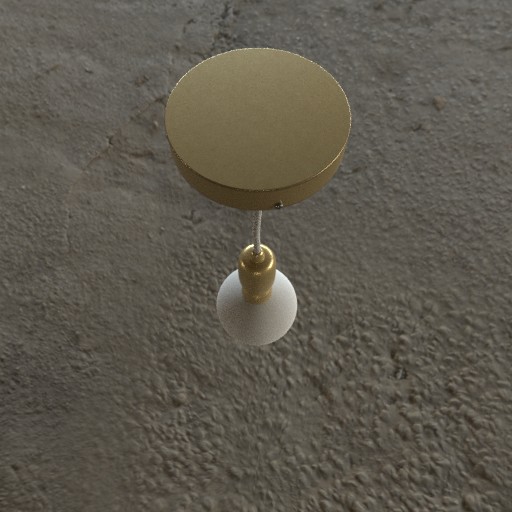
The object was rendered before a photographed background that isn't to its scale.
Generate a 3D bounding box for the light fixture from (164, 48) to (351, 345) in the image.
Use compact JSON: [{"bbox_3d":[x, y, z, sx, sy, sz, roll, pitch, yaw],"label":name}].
[{"bbox_3d":[0.000,0.000,0.570,0.146,0.510,0.147,-2,64,-1],"label":"light fixture"}]
